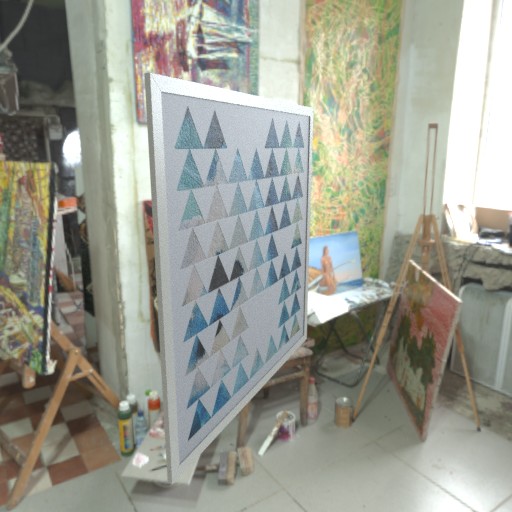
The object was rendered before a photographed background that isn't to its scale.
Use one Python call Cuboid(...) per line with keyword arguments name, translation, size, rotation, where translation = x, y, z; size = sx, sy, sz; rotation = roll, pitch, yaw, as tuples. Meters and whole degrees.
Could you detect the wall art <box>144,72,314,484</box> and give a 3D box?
Cuboid(name="wall art", translation=(0.000, 0.000, 0.669), size=(0.007, 0.456, 0.456), rotation=(7, 16, 26))
